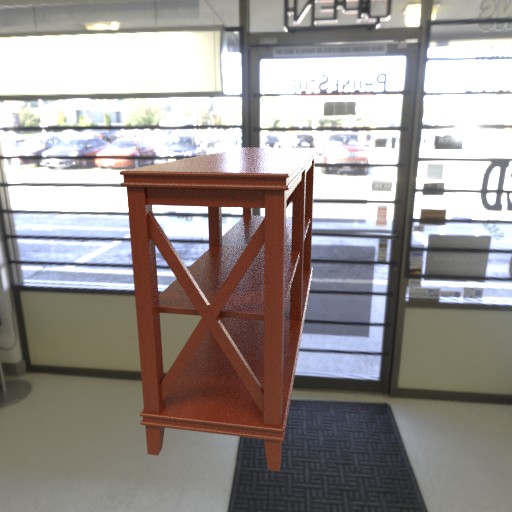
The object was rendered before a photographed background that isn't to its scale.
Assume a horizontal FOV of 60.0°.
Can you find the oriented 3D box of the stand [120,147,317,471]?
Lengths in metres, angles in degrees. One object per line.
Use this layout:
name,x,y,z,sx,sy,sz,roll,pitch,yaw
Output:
stand,0.000,0.000,1.714,0.381,0.762,1.372,3,16,10
